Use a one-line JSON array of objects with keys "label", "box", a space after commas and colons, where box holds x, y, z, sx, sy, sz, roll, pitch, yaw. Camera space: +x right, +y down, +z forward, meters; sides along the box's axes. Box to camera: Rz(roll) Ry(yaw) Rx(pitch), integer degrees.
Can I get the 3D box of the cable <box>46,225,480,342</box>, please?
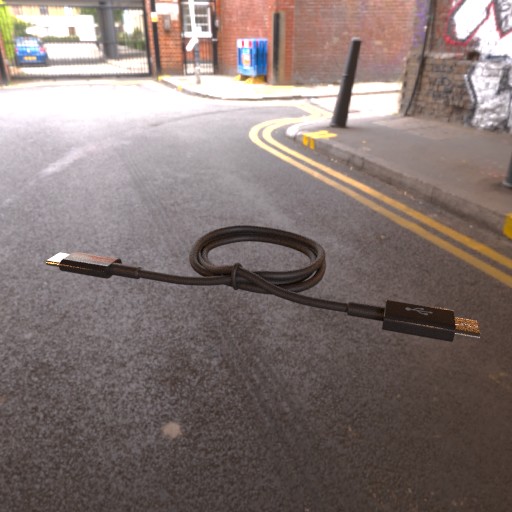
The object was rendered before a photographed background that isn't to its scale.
[{"label": "cable", "box": [0.000, 0.000, 0.214, 0.192, 0.014, 0.070, 8, 27, 16]}]
